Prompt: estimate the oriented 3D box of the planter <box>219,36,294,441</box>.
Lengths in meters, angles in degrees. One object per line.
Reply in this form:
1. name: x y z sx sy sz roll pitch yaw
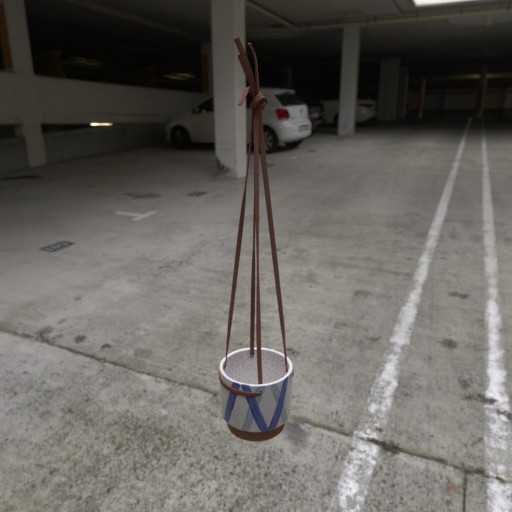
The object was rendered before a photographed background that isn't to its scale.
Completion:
1. planter: 0.000 0.000 0.852 0.153 0.753 0.157 8 19 24
